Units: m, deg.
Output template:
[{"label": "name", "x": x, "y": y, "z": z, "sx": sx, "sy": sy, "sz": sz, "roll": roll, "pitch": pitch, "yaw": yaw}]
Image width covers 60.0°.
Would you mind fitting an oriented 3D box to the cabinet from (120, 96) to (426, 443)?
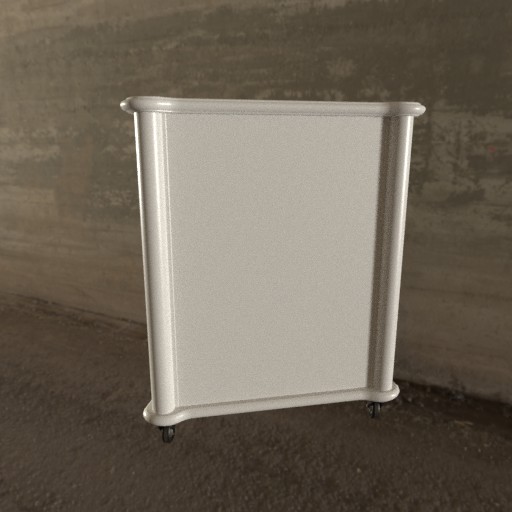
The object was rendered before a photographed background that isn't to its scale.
[{"label": "cabinet", "x": 0.000, "y": 0.000, "z": 1.228, "sx": 0.628, "sy": 0.761, "sz": 0.627, "roll": -3, "pitch": 14, "yaw": -11}]
